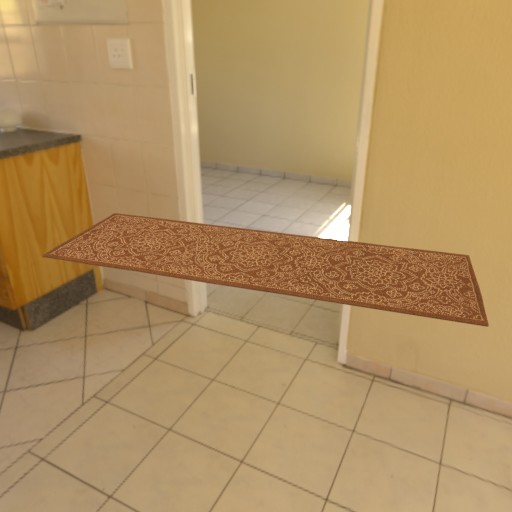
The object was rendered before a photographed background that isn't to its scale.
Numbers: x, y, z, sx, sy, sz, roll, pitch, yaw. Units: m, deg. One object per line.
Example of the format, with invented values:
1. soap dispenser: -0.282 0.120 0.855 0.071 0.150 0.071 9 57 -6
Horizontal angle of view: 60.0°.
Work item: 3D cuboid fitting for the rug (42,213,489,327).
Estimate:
1. rug: 0.000 0.000 2.651 2.448 0.012 0.769 8 27 15
